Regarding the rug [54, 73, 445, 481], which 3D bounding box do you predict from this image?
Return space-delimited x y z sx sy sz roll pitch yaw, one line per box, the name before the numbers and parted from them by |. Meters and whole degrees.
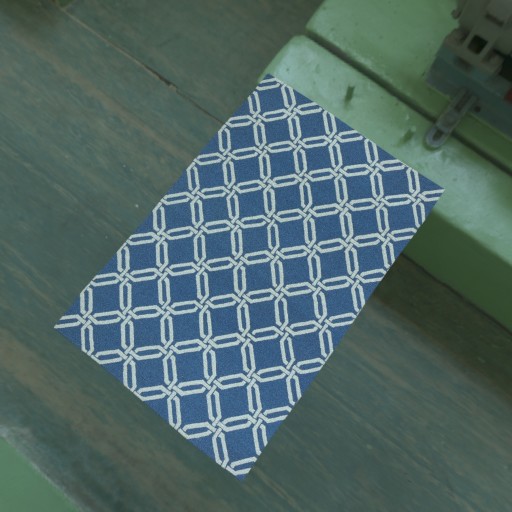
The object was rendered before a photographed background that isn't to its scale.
rug | 0.000 0.000 2.217 1.153 0.010 1.755 36 80 8
